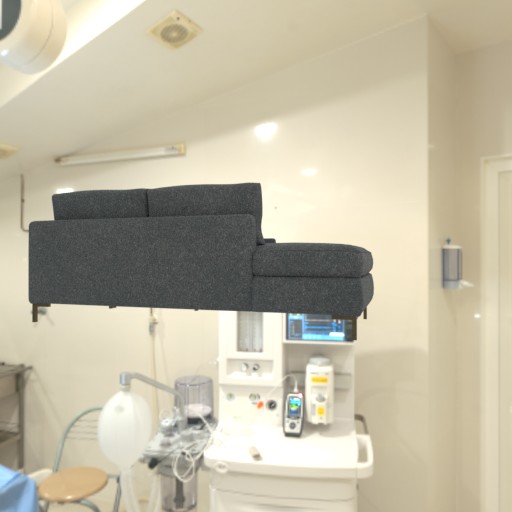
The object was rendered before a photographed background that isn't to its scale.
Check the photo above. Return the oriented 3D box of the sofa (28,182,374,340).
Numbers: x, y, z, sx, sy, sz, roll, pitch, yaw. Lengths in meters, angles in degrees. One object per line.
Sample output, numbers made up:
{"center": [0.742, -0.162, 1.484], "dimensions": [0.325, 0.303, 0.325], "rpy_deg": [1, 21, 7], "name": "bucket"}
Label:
{"center": [0.000, 0.000, 3.772], "dimensions": [2.007, 0.813, 2.956], "rpy_deg": [0, 0, 18], "name": "sofa"}
